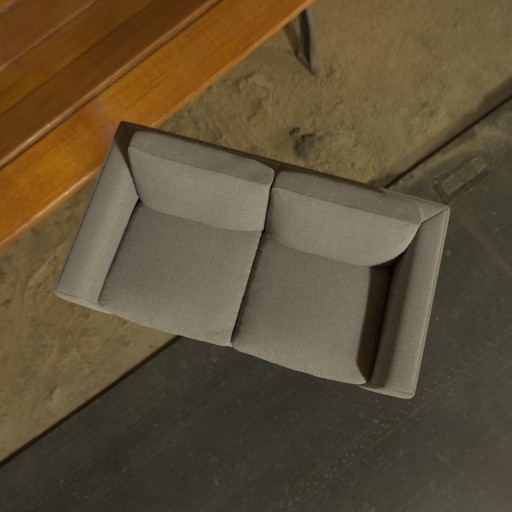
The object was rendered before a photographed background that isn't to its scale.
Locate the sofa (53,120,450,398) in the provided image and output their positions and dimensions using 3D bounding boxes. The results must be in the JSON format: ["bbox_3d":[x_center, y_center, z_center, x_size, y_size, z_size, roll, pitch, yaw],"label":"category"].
[{"bbox_3d":[0.000,0.000,2.469,1.920,0.800,1.069,16,77,4],"label":"sofa"}]
